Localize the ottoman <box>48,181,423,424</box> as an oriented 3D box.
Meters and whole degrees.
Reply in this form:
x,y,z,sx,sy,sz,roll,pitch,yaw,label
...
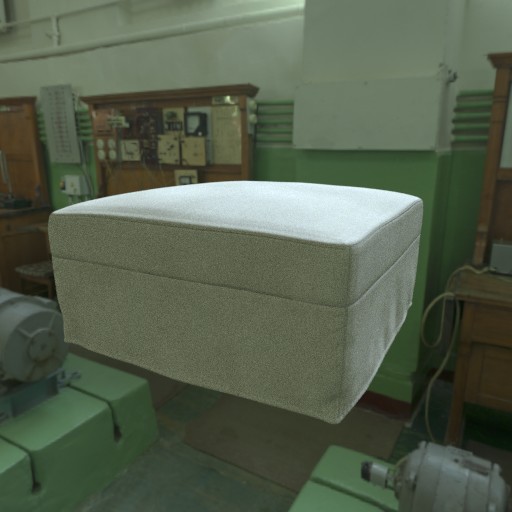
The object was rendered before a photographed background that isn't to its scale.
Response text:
x,y,z,sx,sy,sz,roll,pitch,yaw,label
0.000,0.000,1.354,0.843,0.441,0.842,8,16,28,ottoman
